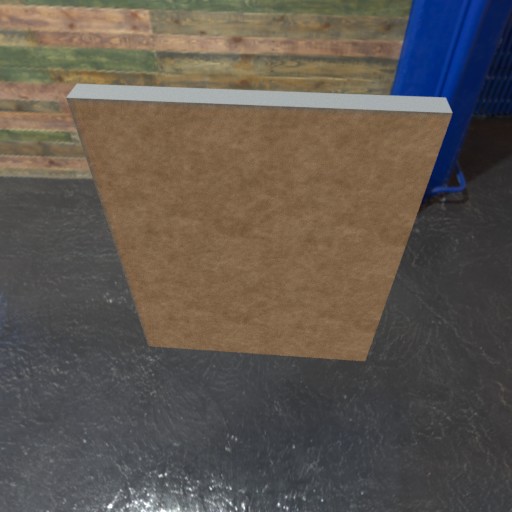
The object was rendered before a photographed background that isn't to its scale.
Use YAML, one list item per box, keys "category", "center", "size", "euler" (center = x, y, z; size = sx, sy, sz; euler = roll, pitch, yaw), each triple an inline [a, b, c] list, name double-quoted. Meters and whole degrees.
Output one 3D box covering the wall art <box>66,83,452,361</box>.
- category: "wall art"
  center: [0.000, 0.000, 0.732]
  size: [0.453, 0.554, 0.037]
  euler: [3, 47, 3]
